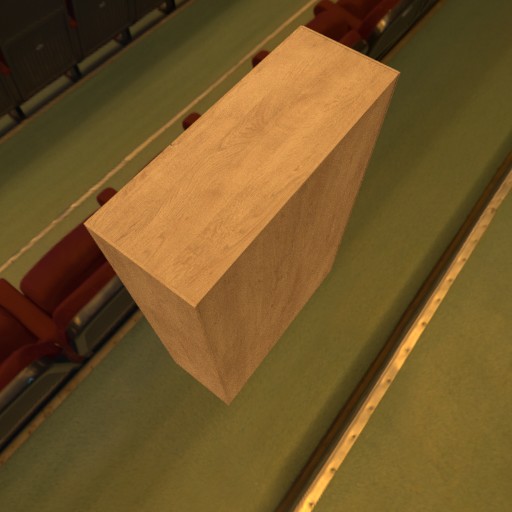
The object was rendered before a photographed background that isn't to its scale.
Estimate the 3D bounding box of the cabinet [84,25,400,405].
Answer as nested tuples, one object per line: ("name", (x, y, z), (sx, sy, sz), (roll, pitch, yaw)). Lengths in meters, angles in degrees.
("cabinet", (0.000, 0.000, 2.508), (0.510, 1.910, 1.290), (34, 68, 16))
